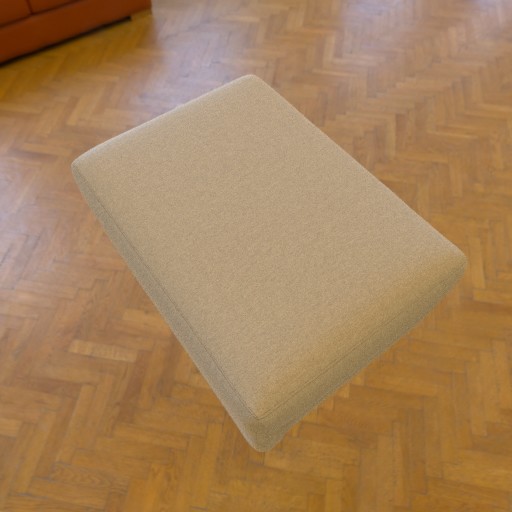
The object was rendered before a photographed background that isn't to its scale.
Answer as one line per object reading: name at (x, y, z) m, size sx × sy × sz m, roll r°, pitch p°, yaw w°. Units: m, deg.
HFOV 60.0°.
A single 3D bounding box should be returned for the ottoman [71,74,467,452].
ottoman at (0.000, 0.000, 1.143) m, size 0.574 × 0.497 × 0.773 m, roll -33°, pitch 64°, yaw -18°
